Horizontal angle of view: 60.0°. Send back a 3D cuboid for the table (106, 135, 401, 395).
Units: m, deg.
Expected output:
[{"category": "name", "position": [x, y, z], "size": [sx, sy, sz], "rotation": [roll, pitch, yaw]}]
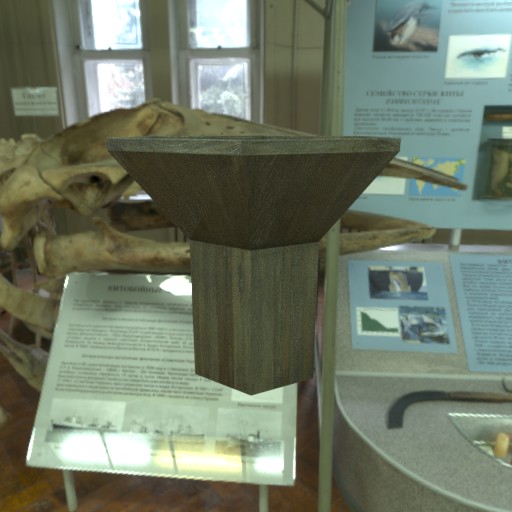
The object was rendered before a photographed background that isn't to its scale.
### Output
[{"category": "table", "position": [0.000, 0.000, 1.131], "size": [0.683, 0.586, 0.592], "rotation": [-8, 18, -25]}]
